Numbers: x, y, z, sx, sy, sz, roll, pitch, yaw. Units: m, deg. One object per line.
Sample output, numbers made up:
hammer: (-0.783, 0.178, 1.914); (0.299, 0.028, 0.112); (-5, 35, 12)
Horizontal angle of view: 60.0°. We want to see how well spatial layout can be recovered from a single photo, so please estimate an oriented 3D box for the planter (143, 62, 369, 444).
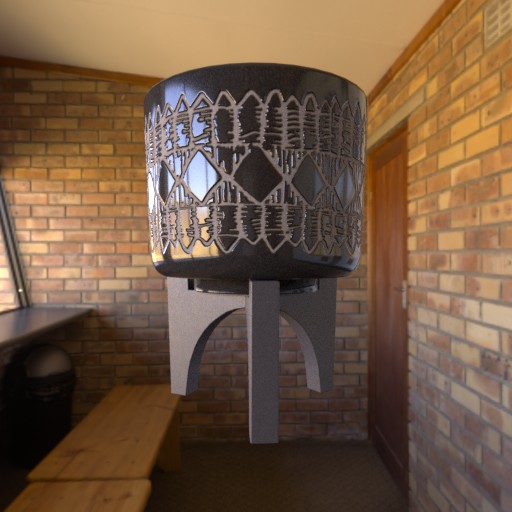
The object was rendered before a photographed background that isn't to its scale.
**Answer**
planter: (0.000, 0.000, 0.397); (0.196, 0.264, 0.196); (0, 0, -34)
